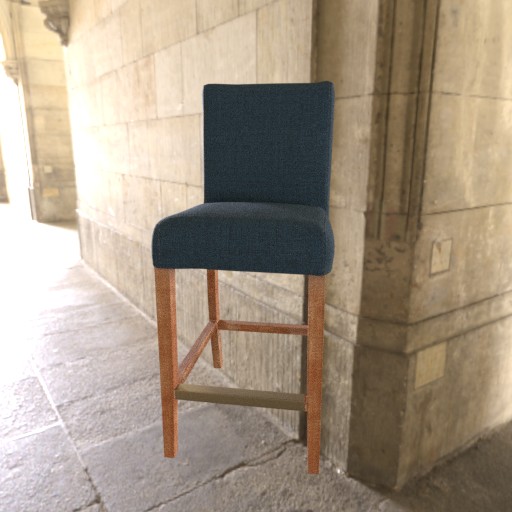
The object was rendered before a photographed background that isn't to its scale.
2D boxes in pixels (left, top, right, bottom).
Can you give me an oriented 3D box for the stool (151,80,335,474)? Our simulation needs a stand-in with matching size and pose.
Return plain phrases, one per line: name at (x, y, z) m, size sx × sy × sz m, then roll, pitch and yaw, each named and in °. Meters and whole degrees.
stool at (0.000, 0.000, 1.329) m, size 0.454 × 1.039 × 0.567 m, roll 2°, pitch 14°, yaw 9°
